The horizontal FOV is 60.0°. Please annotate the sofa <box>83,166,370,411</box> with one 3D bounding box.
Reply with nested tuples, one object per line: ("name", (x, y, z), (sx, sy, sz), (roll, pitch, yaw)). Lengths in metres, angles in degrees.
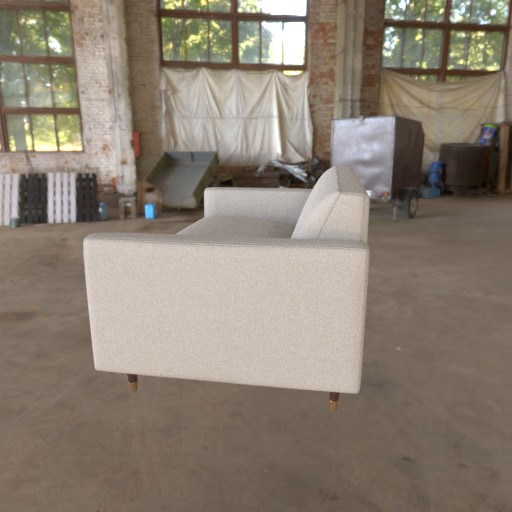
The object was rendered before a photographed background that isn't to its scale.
("sofa", (0.000, 0.000, 2.186), (0.950, 0.801, 1.585), (2, 15, 9))
